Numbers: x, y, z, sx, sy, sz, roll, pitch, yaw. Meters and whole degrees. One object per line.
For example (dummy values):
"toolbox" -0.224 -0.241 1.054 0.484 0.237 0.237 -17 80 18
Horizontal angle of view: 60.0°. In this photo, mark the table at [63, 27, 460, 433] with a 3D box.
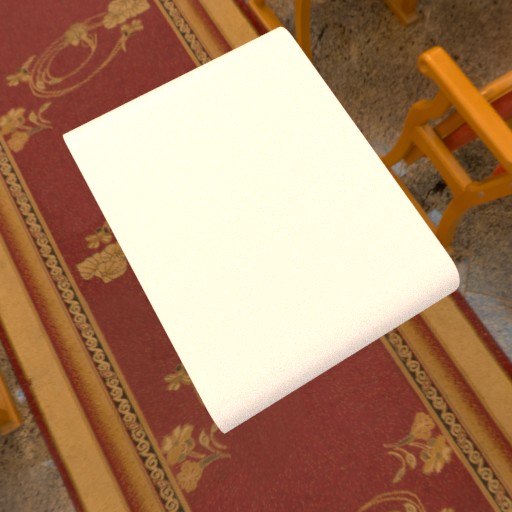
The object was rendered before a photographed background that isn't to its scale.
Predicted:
"table" 0.000 0.000 0.845 0.350 0.590 0.450 -30 78 -7
